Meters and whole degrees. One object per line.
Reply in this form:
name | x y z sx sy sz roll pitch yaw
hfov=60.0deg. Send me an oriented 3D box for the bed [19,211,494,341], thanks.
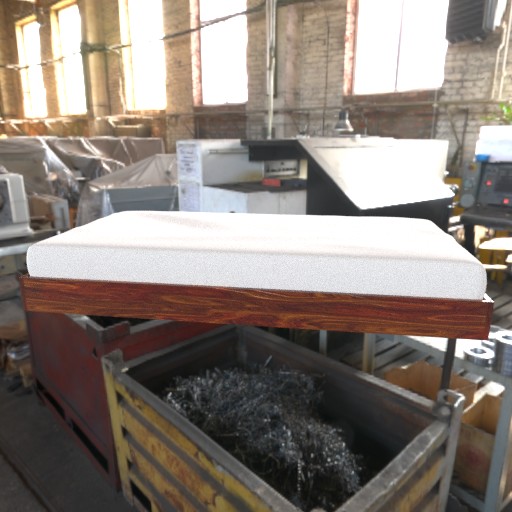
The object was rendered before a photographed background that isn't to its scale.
bed | 0.000 0.000 2.161 1.860 0.312 0.940 2 15 9
